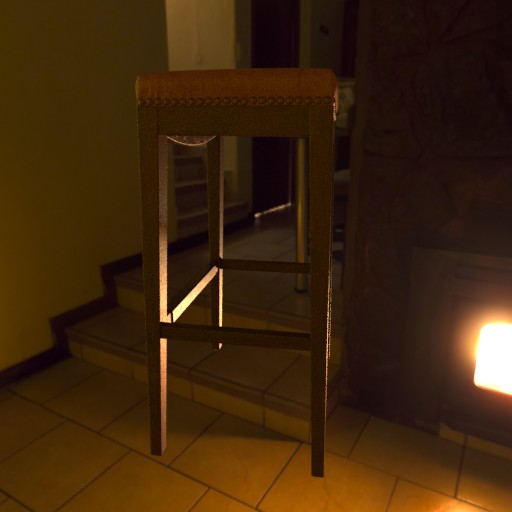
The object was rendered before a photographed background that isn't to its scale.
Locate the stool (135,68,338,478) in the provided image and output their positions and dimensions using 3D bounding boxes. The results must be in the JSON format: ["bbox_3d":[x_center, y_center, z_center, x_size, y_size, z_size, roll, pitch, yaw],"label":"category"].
[{"bbox_3d":[0.000,0.000,1.035,0.361,0.759,0.500,3,16,10],"label":"stool"}]
